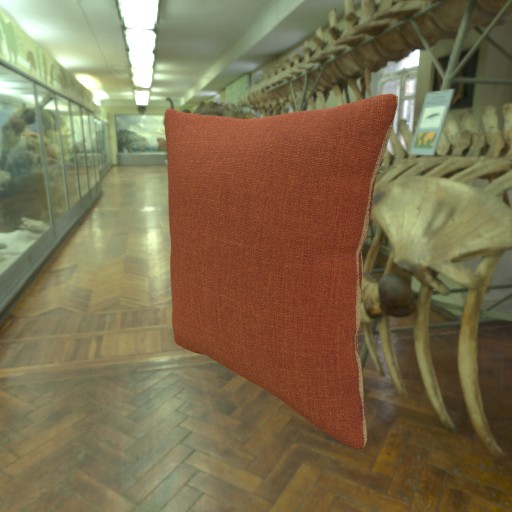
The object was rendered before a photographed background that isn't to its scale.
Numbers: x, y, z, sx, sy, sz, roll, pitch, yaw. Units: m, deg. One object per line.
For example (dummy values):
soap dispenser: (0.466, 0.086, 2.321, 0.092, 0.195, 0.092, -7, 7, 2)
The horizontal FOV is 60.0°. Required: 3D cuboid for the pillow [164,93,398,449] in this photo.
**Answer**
pillow: (0.000, 0.000, 0.659, 0.159, 0.434, 0.429, -14, 20, -43)
